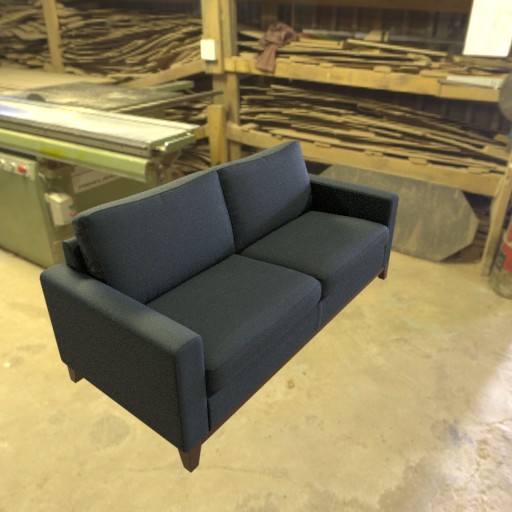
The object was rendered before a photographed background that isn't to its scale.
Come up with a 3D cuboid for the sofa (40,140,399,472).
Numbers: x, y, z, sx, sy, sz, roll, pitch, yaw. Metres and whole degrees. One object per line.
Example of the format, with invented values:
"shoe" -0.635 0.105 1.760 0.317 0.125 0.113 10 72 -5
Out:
"sofa" 0.000 0.000 2.382 0.877 0.865 1.900 20 34 33
